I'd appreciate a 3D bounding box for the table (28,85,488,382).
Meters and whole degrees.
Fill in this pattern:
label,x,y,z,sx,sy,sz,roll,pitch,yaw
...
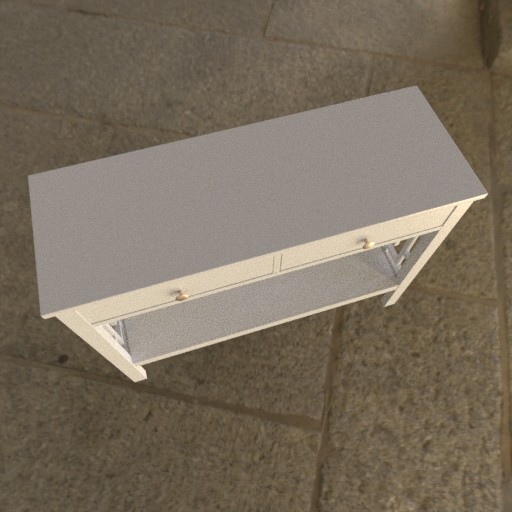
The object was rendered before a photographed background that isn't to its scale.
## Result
label,x,y,z,sx,sy,sz,roll,pitch,yaw
table,0.000,0.000,1.424,1.068,0.753,0.397,-15,64,-8
